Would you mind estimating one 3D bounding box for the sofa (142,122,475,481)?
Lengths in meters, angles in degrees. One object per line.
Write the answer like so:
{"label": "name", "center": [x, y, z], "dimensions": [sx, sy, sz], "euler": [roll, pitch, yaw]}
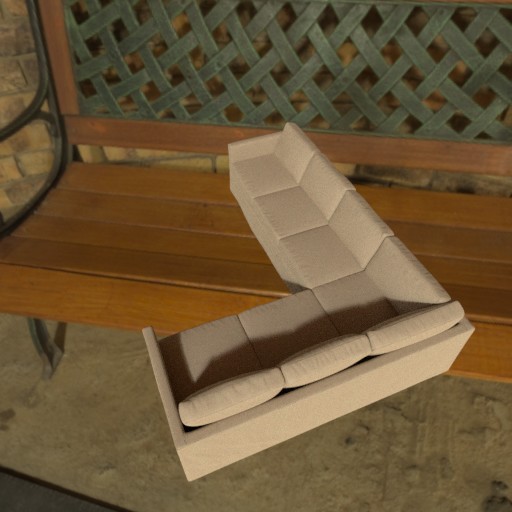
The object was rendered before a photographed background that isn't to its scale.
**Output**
{"label": "sofa", "center": [0.000, 0.000, 4.315], "dimensions": [2.432, 0.871, 3.182], "euler": [-17, 49, -15]}
